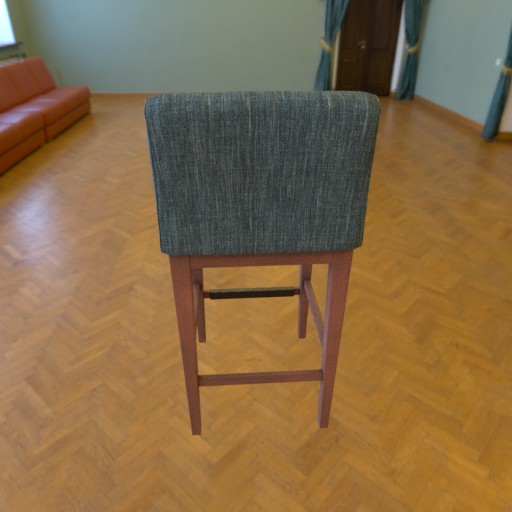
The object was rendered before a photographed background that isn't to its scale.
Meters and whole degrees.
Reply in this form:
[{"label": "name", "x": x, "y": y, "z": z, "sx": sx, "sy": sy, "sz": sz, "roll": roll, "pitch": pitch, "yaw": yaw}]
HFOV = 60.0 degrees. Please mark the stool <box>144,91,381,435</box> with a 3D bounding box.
[{"label": "stool", "x": 0.000, "y": 0.000, "z": 1.105, "sx": 0.395, "sy": 0.835, "sz": 0.459, "roll": -2, "pitch": 29, "yaw": -3}]
